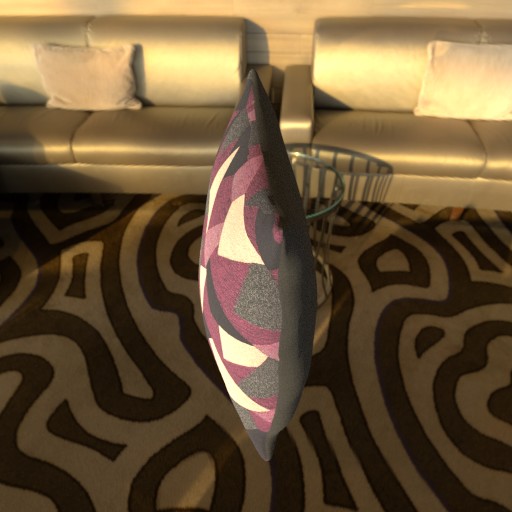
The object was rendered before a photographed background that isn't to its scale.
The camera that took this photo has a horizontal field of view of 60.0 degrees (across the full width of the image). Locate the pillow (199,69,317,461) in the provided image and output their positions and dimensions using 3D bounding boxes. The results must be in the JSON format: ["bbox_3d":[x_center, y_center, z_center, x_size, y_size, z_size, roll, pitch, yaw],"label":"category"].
[{"bbox_3d":[0.000,0.000,0.784,0.208,0.496,0.503,-2,40,-3],"label":"pillow"}]
